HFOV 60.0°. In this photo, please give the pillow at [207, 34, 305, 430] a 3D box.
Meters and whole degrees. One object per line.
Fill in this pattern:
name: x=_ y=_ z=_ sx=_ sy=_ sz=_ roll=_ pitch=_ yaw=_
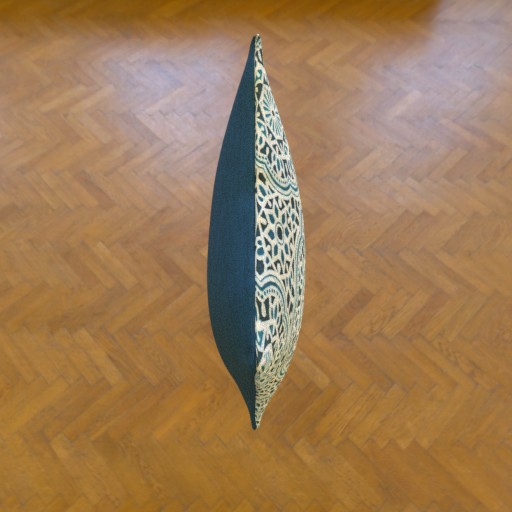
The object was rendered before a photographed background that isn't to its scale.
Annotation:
pillow: x=0.000 y=0.000 z=0.659 sx=0.145 sy=0.420 sz=0.440 roll=0 pitch=62 yaw=0
